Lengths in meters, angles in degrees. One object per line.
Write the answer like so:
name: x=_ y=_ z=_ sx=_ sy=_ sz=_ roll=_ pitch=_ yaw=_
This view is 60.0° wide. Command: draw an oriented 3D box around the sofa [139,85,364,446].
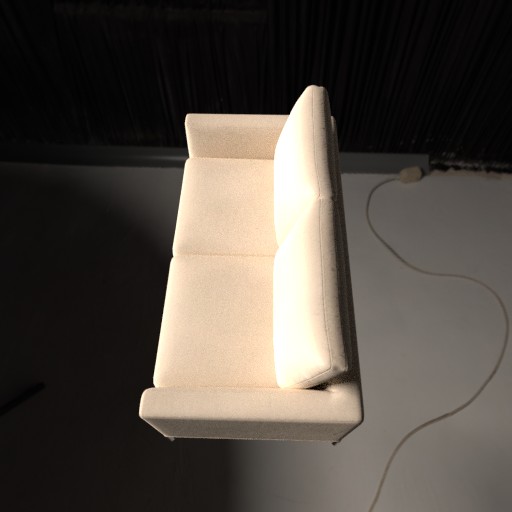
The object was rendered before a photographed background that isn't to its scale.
sofa: x=0.000 y=0.000 z=2.339 sx=0.906 sy=0.995 sz=1.739 roll=1 pitch=58 yaw=1
